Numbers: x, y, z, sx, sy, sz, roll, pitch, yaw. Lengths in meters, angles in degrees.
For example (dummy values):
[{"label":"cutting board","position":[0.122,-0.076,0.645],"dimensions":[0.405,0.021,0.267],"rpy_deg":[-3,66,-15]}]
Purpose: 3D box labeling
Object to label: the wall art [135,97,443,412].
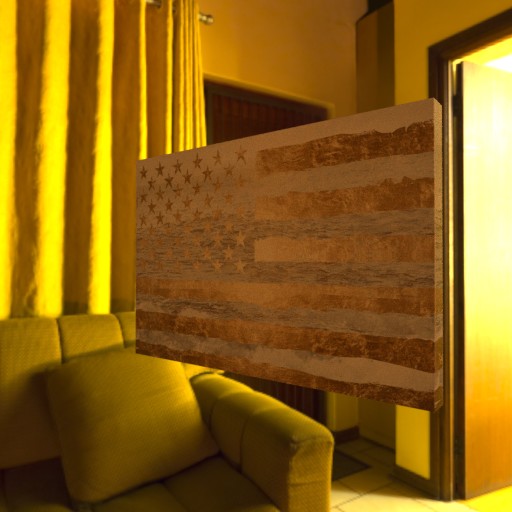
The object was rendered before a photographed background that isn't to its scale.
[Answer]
[{"label":"wall art","position":[0.000,0.000,0.770],"dimensions":[0.606,0.407,0.041],"rpy_deg":[0,-1,37]}]
